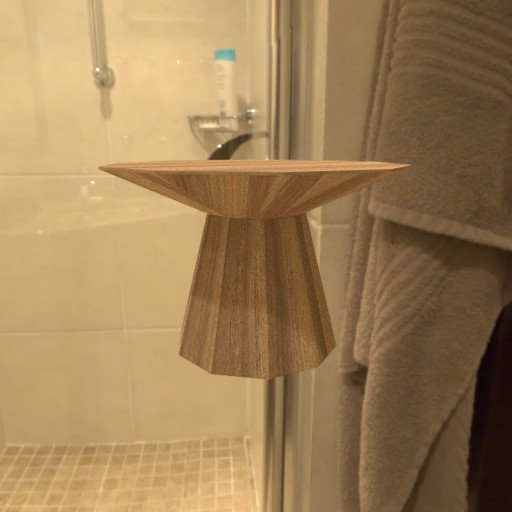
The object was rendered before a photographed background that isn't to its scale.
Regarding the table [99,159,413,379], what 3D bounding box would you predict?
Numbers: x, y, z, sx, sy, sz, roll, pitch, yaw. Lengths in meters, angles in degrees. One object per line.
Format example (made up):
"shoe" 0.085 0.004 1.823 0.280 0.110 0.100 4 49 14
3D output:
"table" 0.000 0.000 1.847 1.186 0.752 1.186 0 14 0
